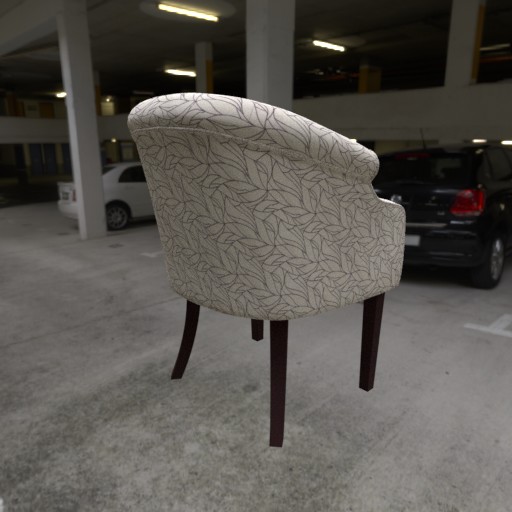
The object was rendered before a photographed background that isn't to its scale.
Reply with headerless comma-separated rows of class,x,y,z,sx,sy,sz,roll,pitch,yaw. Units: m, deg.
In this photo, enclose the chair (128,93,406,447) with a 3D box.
chair,0.000,0.000,1.292,0.613,0.858,0.686,-14,20,-42
